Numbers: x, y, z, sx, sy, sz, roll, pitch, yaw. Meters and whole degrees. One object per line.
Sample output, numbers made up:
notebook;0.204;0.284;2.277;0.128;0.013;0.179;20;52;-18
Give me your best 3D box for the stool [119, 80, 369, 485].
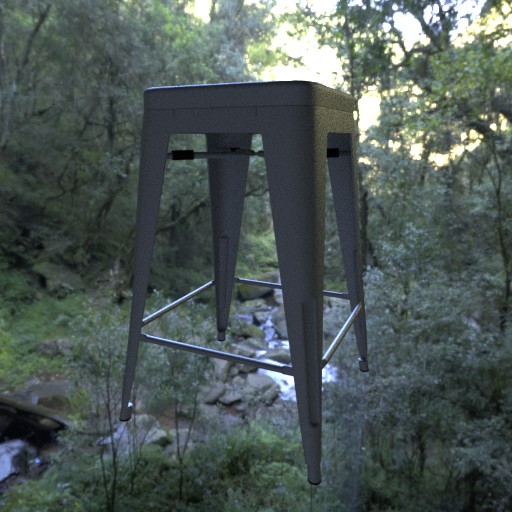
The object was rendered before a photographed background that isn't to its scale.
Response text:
stool;0.000;0.000;0.876;0.406;0.610;0.406;7;16;24
